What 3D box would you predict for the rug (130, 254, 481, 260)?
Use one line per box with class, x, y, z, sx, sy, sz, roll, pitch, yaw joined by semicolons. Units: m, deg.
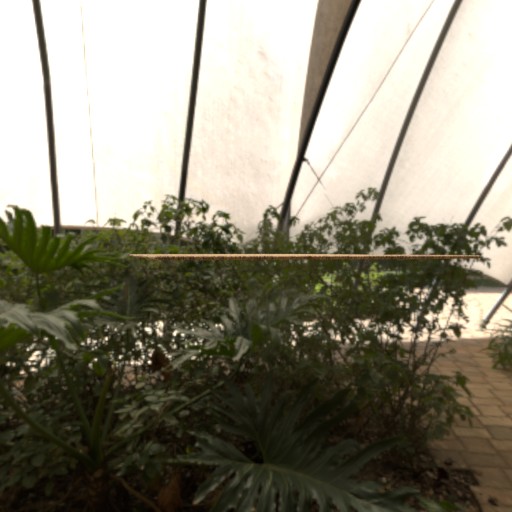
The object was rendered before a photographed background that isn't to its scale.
rug;0.000;0.000;2.385;1.243;0.014;1.846;0;0;-18
